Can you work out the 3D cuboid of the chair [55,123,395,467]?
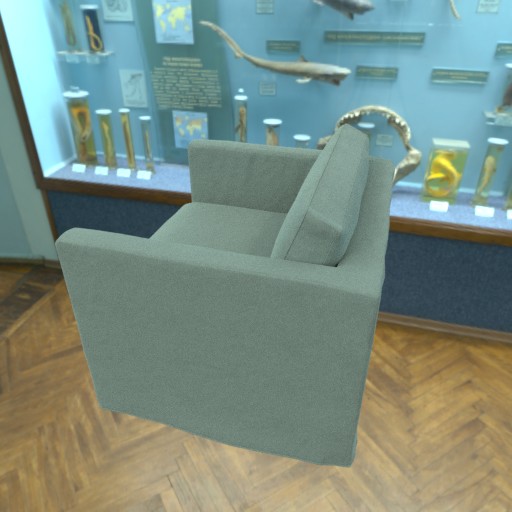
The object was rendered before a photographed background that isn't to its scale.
[{"bbox_3d":[0.000,0.000,1.714,0.949,0.863,1.057,9,33,14],"label":"chair"}]
